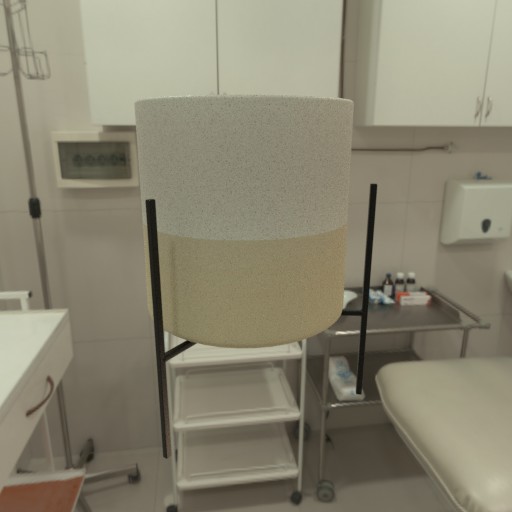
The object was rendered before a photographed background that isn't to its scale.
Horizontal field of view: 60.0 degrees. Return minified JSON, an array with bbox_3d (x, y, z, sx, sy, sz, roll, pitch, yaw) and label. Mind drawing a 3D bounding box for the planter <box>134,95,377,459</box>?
[{"bbox_3d":[0.000,0.000,0.552,0.267,0.362,0.263,-2,16,-8],"label":"planter"}]
